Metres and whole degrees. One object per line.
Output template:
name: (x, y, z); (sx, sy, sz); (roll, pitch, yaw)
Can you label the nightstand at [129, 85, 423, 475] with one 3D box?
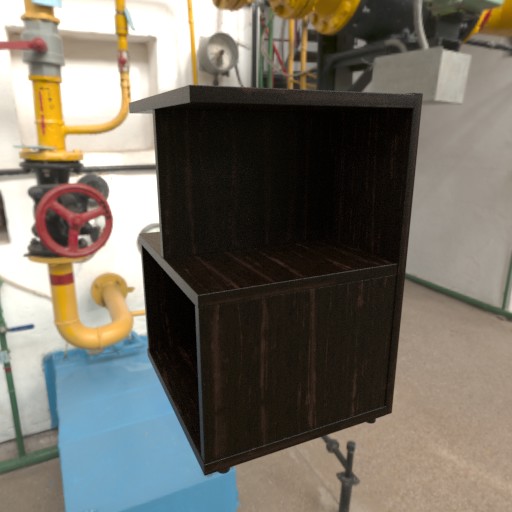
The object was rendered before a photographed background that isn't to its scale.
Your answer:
nightstand: (0.000, 0.000, 0.830); (0.356, 0.559, 0.400); (-7, 18, -24)
